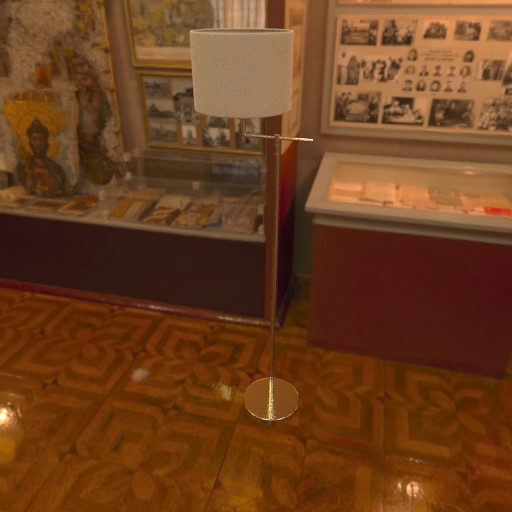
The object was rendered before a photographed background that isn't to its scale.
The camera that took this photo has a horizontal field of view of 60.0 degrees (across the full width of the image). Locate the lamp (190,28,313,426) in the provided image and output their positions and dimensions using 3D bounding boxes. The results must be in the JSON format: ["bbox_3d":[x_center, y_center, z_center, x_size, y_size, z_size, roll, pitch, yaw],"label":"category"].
[{"bbox_3d":[0.000,0.000,1.763,0.416,1.600,0.324,8,30,14],"label":"lamp"}]
